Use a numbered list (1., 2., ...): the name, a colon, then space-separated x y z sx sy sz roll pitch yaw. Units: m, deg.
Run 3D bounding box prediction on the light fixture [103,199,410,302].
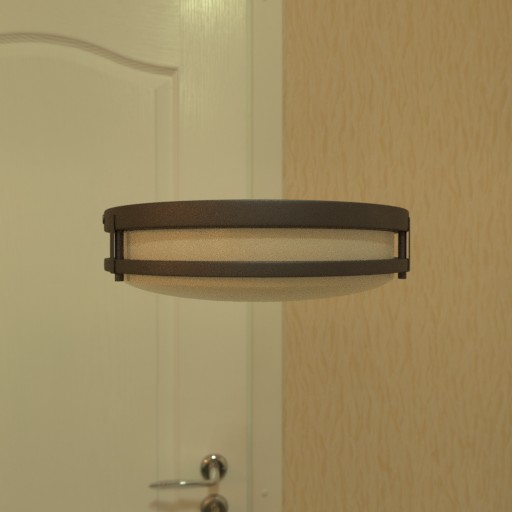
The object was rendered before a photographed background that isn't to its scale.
1. light fixture: 0.000 0.000 0.545 0.356 0.102 0.356 0 1 0
